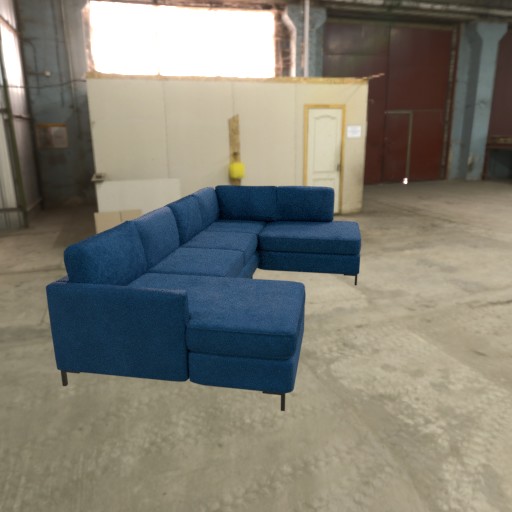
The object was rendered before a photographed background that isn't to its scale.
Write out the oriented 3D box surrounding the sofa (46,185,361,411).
[{"bbox_3d":[0.000,0.000,4.246,2.055,0.992,3.434,3,16,10],"label":"sofa"}]
